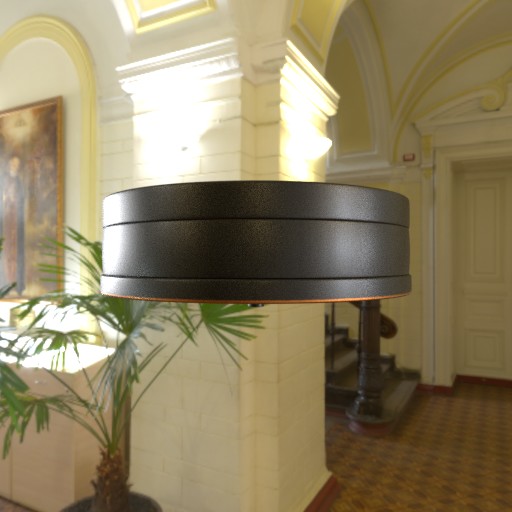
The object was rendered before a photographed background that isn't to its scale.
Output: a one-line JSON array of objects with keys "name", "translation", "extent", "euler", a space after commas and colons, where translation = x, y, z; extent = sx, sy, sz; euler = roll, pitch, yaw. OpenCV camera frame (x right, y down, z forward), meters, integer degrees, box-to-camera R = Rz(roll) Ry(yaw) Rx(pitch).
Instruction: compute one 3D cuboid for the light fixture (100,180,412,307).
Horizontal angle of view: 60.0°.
[{"name": "light fixture", "translation": [0.000, 0.000, 0.428], "extent": [0.283, 0.097, 0.283], "euler": [0, -1, 0]}]
